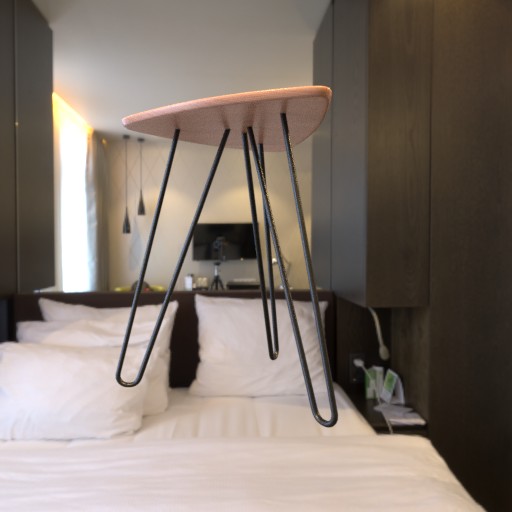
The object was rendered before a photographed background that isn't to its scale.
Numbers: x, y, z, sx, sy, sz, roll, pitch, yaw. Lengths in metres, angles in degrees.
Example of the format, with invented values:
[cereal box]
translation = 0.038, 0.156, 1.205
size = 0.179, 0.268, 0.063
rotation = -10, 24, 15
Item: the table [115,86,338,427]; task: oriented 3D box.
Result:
[table]
translation = 0.000, 0.000, 0.898
size = 0.442, 0.564, 0.455
rotation = -1, 2, -35
